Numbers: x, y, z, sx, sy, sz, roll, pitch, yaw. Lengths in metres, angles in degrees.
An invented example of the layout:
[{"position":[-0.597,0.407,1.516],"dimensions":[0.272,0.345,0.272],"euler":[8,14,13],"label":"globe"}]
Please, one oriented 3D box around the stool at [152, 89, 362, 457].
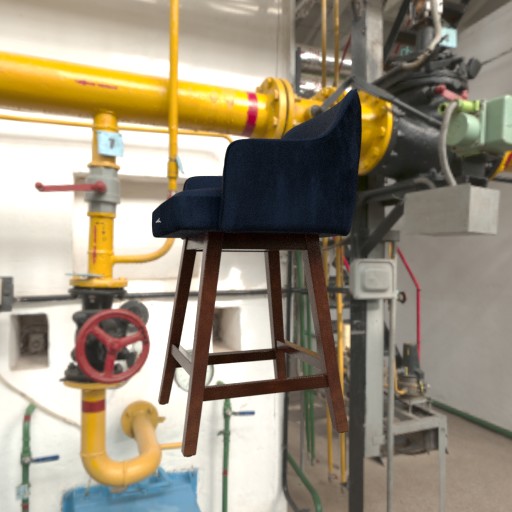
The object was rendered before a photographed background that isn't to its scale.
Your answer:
[{"position":[0.000,0.000,1.313],"dimensions":[0.560,0.940,0.550],"euler":[0,0,-20],"label":"stool"}]
